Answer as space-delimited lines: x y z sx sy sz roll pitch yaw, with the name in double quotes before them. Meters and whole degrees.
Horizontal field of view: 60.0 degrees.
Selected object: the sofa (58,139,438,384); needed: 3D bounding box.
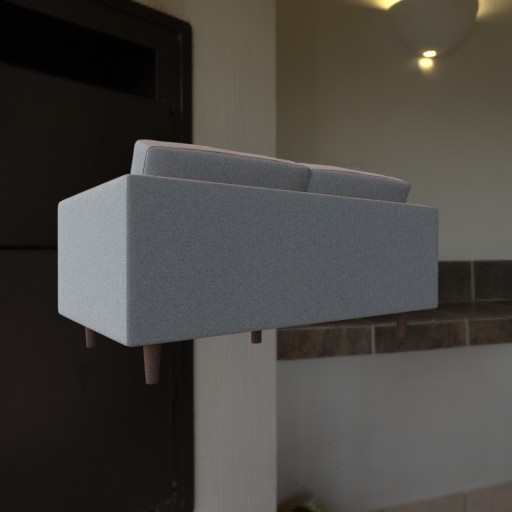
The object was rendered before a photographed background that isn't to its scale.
"sofa" 0.000 0.000 2.301 1.731 0.900 1.000 0 0 -36
